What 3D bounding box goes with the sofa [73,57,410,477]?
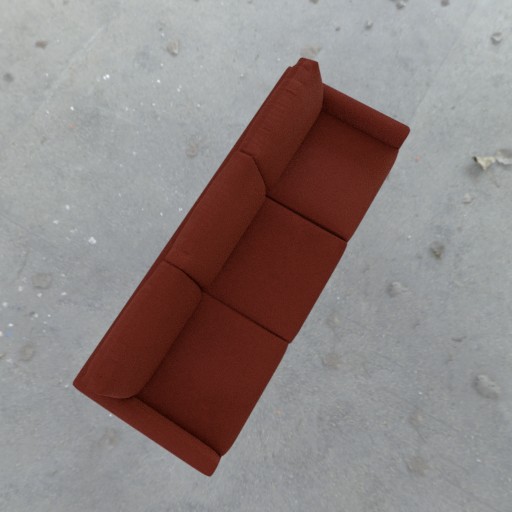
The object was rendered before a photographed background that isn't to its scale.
[{"bbox_3d":[0.000,0.000,2.615,0.875,0.879,2.252,30,77,8],"label":"sofa"}]
